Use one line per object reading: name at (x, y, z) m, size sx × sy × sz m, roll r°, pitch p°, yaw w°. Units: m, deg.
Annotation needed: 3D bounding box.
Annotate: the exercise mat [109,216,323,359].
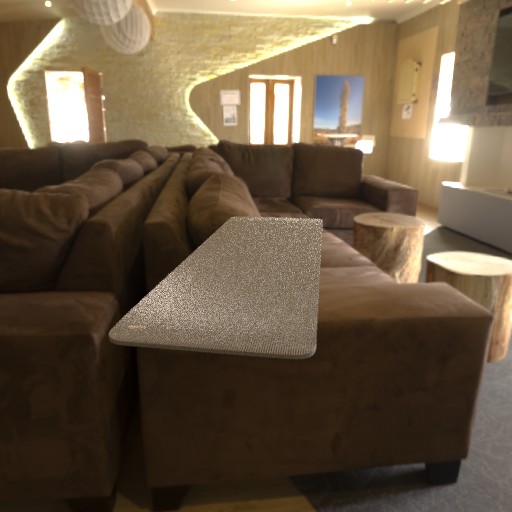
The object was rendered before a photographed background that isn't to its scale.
exercise mat at (0.000, 0.000, 2.124) m, size 0.616 × 0.021 × 1.884 m, roll 2°, pitch 16°, yaw 8°
